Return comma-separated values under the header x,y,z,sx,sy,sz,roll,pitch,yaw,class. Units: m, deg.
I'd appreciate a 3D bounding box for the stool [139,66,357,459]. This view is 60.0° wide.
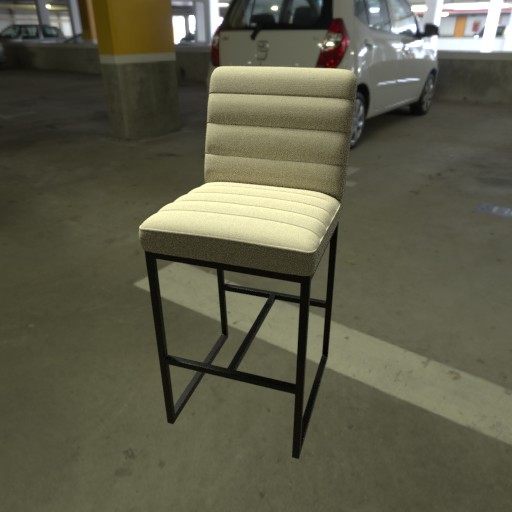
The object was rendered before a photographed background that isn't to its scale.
x,y,z,sx,sy,sz,roll,pitch,yaw,class
0.000,0.000,1.359,0.460,1.040,0.560,9,28,16,stool
